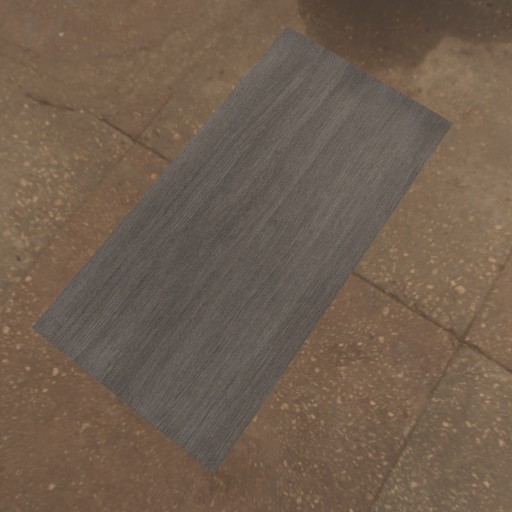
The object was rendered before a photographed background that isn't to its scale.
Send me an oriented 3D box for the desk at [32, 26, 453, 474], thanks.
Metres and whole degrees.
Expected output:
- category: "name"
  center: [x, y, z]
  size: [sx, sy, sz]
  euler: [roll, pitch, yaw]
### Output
- category: "desk"
  center: [0.000, 0.000, 1.510]
  size: [0.560, 0.735, 1.097]
  euler: [35, 77, 9]
